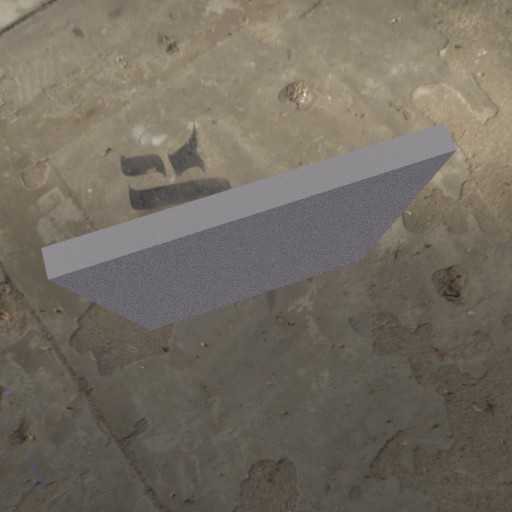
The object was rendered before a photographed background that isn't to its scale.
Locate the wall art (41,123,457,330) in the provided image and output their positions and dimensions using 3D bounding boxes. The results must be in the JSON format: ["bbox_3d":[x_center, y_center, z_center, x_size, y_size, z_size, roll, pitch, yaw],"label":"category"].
[{"bbox_3d":[0.000,0.000,0.538,0.355,0.355,0.027,-18,75,-5],"label":"wall art"}]
